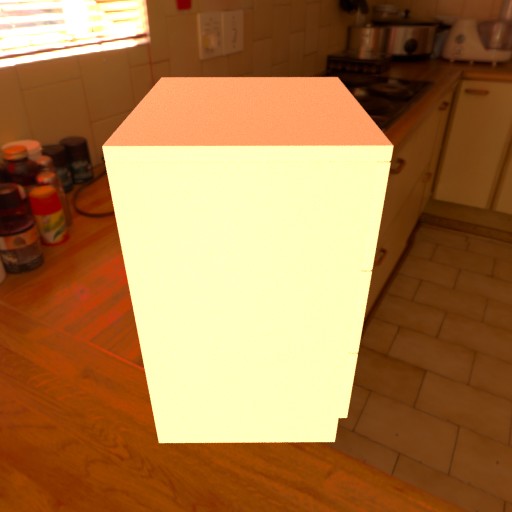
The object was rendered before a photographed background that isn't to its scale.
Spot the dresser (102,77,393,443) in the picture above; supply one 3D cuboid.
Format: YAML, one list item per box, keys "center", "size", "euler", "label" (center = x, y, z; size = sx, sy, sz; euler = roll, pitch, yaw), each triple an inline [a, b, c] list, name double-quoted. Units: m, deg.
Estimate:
- center: [0.000, 0.000, 0.834]
  size: [0.360, 0.560, 0.400]
  euler: [0, 33, 0]
  label: "dresser"
